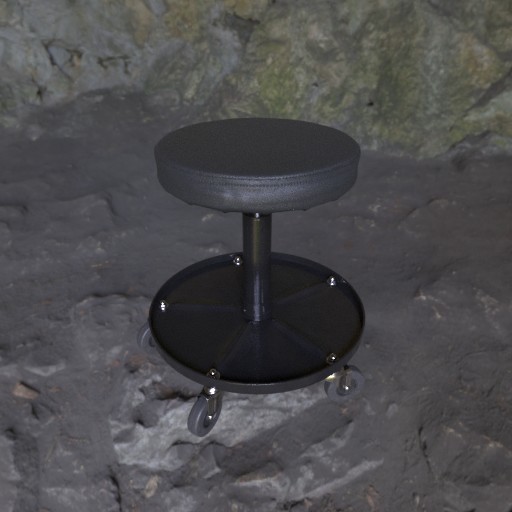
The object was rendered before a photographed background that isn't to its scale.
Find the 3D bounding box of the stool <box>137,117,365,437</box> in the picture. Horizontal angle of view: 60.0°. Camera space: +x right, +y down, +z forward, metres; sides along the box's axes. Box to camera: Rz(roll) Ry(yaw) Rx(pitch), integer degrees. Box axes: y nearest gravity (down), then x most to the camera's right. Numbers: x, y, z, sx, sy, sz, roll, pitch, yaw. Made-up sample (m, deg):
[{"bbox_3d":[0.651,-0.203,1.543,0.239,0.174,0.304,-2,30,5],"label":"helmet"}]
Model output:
[{"bbox_3d":[0.000,0.000,0.689,0.381,0.365,0.382,-21,36,-31],"label":"stool"}]
